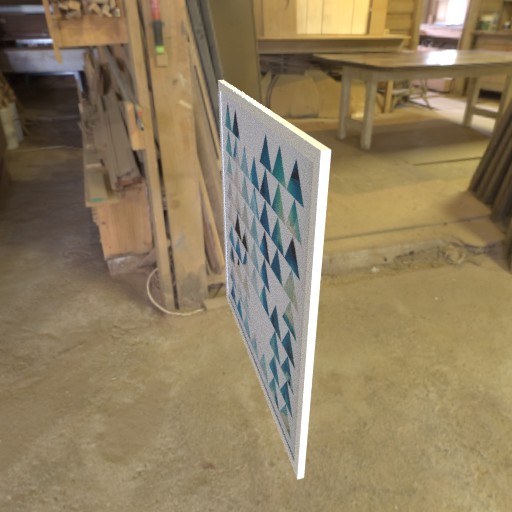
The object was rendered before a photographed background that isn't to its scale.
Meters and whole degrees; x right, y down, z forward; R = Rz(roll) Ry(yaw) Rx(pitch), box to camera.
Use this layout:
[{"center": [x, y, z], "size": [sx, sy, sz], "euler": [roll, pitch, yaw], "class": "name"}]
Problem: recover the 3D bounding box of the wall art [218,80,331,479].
[{"center": [0.000, 0.000, 0.844], "size": [0.012, 0.557, 0.557], "euler": [-8, 30, -14], "class": "wall art"}]
